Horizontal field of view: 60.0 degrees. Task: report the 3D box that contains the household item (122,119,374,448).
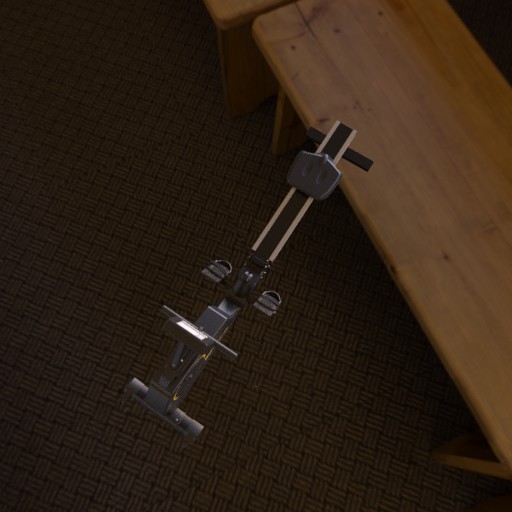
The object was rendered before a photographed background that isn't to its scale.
[{"bbox_3d":[0.000,0.000,2.559,0.521,0.810,2.251,32,76,9],"label":"household item"}]
